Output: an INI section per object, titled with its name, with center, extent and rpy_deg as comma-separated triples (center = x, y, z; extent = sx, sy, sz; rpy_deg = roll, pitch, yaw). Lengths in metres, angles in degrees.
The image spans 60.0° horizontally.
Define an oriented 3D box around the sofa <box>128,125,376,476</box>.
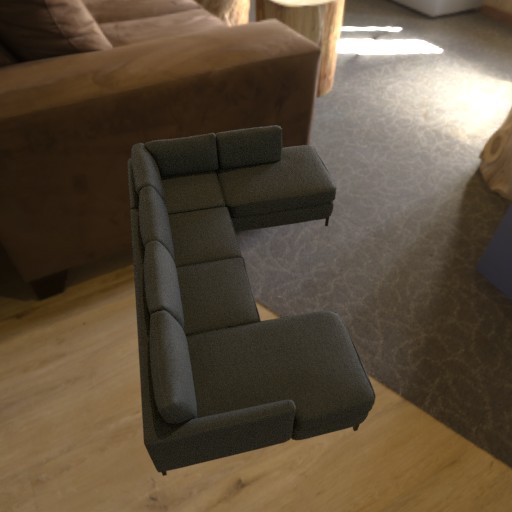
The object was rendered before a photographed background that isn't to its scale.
[sofa]
center = 0.000, 0.000, 3.766
extent = 1.984, 0.858, 2.975
rpy_deg = -10, 47, -9
